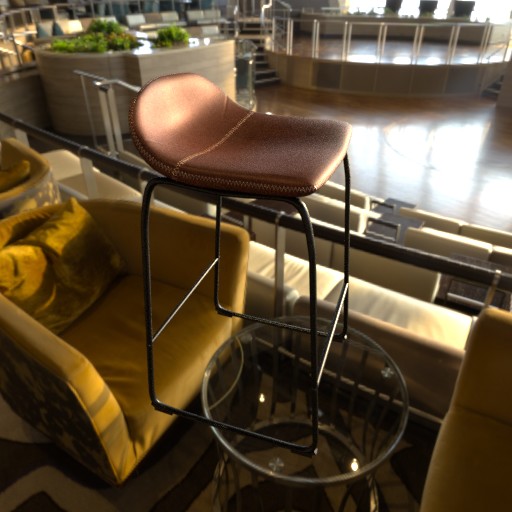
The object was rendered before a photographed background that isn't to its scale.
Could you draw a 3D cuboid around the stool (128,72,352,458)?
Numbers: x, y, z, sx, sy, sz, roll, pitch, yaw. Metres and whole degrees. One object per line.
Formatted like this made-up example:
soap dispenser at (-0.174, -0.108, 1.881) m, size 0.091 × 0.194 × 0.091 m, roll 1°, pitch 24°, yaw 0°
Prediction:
stool at (0.000, 0.000, 1.125) m, size 0.473 × 0.830 × 0.454 m, roll 11°, pitch 34°, yaw 16°
